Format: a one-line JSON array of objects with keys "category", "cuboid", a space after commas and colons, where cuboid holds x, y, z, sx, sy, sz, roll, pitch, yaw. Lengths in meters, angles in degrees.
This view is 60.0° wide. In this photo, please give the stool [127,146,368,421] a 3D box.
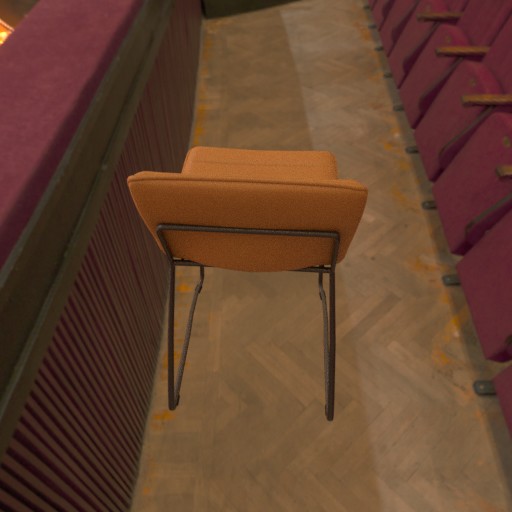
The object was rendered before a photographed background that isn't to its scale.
[{"category": "stool", "cuboid": [0.000, 0.000, 1.168, 0.489, 0.866, 0.524, 3, 47, 3]}]
